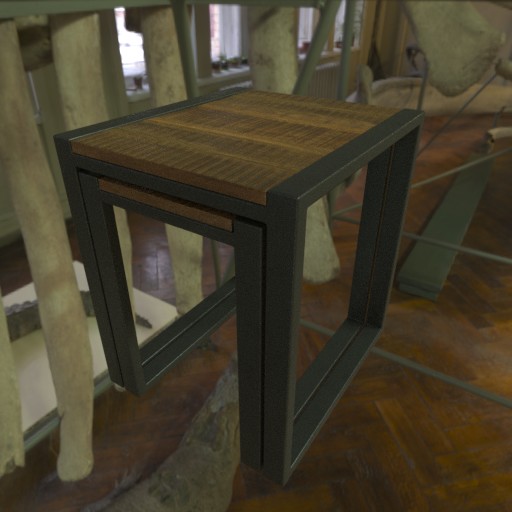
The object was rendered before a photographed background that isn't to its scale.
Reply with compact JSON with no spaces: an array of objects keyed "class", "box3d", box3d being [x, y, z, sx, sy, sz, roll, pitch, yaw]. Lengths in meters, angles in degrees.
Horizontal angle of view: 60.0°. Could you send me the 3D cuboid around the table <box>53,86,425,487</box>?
[{"class":"table","box3d":[0.000,0.000,0.918,0.449,0.550,0.500,19,36,28]}]
